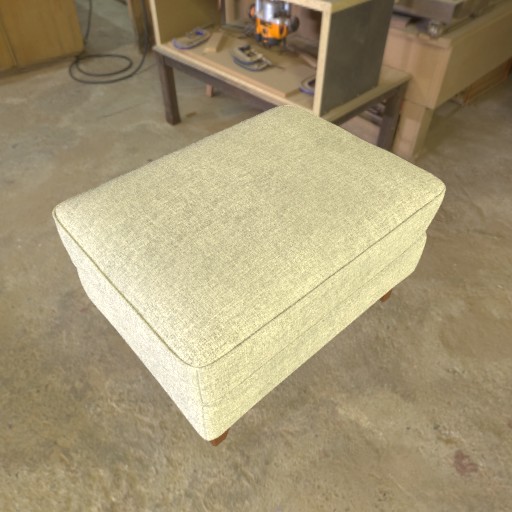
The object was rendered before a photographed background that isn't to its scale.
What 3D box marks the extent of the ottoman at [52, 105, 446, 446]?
[{"bbox_3d":[0.000,0.000,1.328,0.889,0.561,0.661,-33,54,-28],"label":"ottoman"}]
